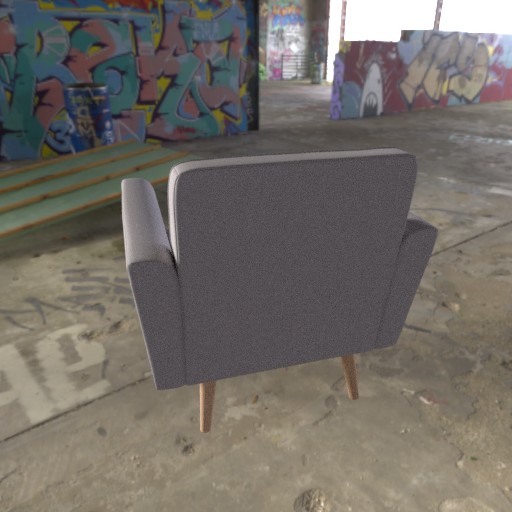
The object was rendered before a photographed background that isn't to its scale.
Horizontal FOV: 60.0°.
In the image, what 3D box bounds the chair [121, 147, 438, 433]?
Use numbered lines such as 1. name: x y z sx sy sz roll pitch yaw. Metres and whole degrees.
1. chair: 0.000 0.000 1.413 0.780 0.780 0.750 -7 26 -15
